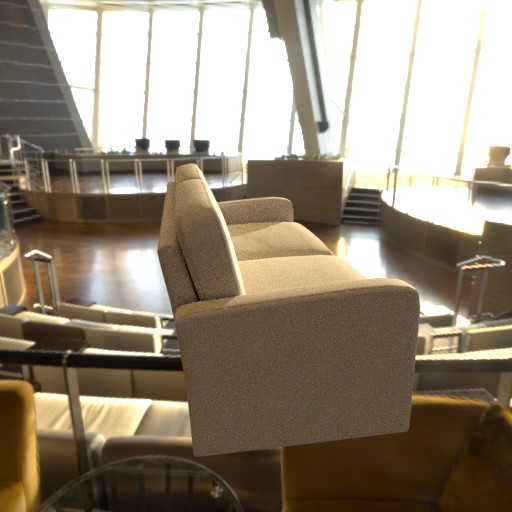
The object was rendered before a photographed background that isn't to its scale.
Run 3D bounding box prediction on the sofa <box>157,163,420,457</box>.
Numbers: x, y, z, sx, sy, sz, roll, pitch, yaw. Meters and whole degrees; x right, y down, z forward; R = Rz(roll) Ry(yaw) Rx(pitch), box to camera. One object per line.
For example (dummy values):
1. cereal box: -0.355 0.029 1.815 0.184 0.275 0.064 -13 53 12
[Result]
1. sofa: 0.000 0.000 2.269 0.894 0.831 1.808 -3 17 -9
